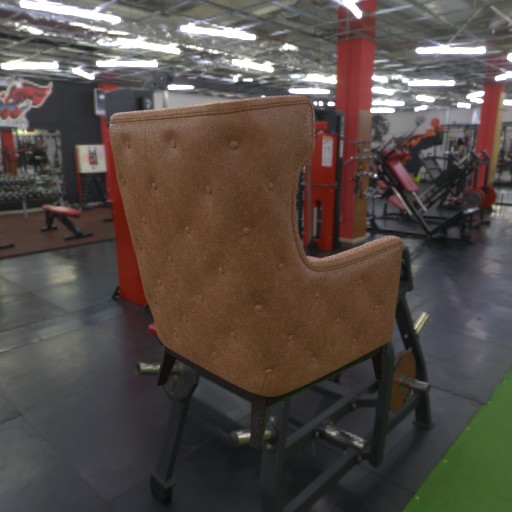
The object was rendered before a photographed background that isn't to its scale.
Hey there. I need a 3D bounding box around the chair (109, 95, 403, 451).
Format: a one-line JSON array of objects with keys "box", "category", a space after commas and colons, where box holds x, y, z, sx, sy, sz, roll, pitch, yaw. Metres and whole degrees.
[{"box": [0.000, 0.000, 1.681, 0.899, 1.079, 0.766, -13, 19, -43], "category": "chair"}]
